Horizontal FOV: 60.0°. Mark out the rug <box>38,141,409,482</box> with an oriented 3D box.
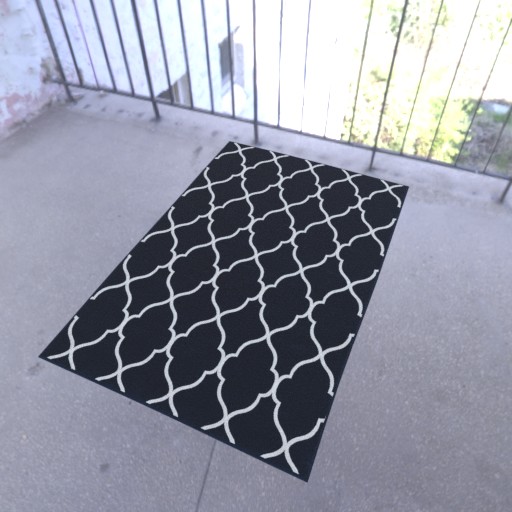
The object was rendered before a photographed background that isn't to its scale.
[{"bbox_3d":[0.000,0.000,2.854,1.526,0.014,2.290,18,49,16],"label":"rug"}]
